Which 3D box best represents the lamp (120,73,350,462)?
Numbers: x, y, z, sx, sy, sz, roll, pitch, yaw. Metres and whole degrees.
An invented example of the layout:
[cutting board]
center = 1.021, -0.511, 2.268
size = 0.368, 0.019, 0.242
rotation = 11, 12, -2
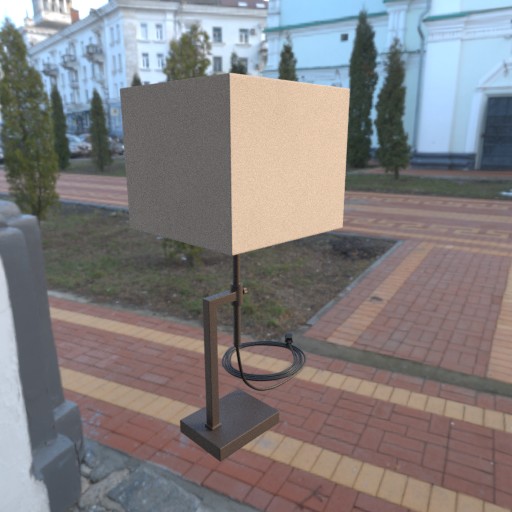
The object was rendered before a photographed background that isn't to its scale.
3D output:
[lamp]
center = 0.000, 0.000, 0.963
size = 0.399, 0.660, 0.504
rotation = 14, 21, 43
